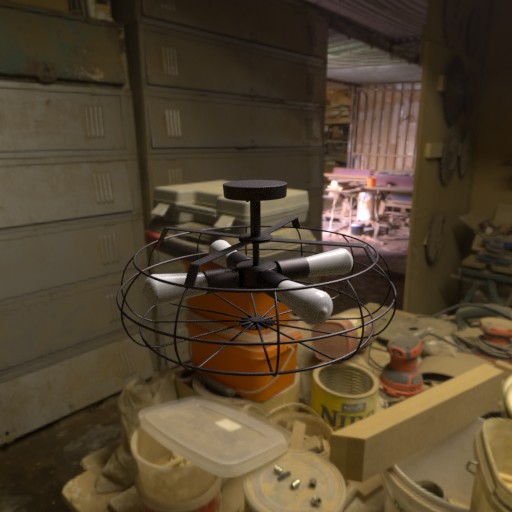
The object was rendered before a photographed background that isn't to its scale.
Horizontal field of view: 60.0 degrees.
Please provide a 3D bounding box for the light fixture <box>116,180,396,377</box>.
[{"bbox_3d":[0.000,0.000,0.947,0.582,0.311,0.582,0,15,0],"label":"light fixture"}]
